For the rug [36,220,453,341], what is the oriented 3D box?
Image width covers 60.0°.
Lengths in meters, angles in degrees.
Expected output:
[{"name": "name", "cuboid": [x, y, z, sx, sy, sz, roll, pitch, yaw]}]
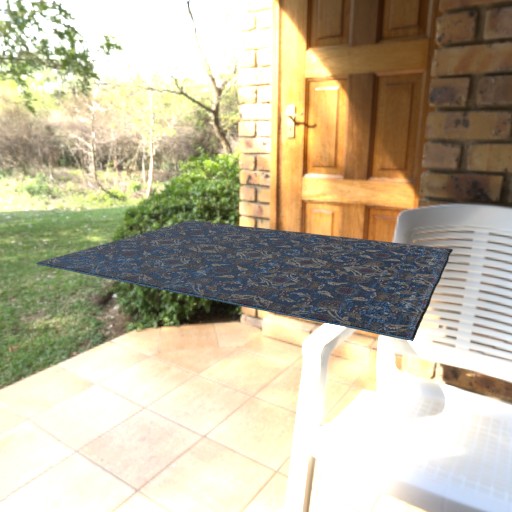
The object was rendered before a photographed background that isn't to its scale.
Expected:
[{"name": "rug", "cuboid": [0.000, 0.000, 2.859, 2.207, 0.014, 1.567, 8, 17, 27]}]
